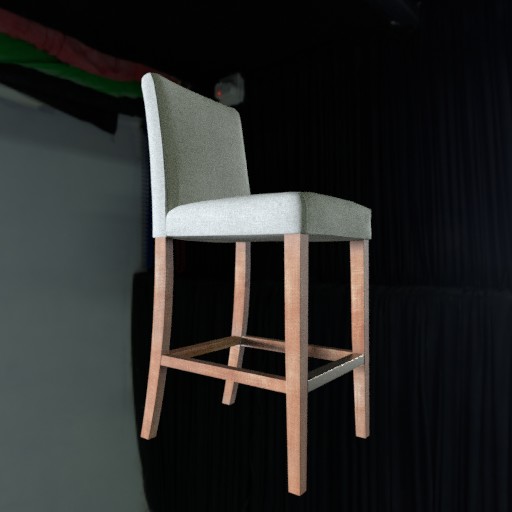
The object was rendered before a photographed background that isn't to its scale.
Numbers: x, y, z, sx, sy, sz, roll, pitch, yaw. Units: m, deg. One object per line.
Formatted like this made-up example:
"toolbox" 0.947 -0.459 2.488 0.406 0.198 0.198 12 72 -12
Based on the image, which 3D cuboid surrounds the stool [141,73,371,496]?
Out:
"stool" 0.000 0.000 1.334 0.570 1.088 0.439 0 0 35
